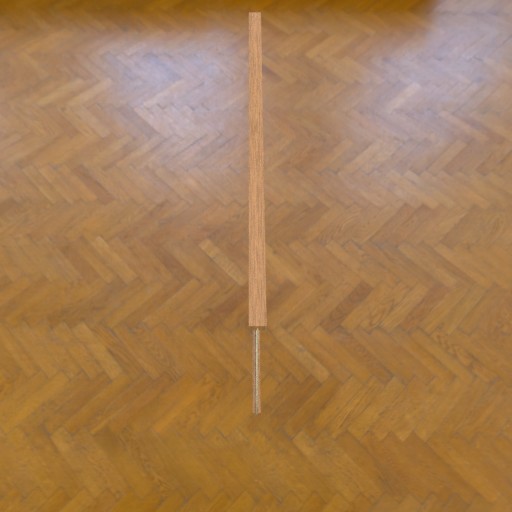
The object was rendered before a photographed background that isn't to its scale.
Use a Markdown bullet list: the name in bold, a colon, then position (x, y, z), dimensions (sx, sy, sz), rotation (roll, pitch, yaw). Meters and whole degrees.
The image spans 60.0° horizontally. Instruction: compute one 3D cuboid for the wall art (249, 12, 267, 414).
- **wall art**: position (0.000, 0.000, 1.316), dimensions (0.028, 1.016, 0.765), rotation (0, 63, 0)
